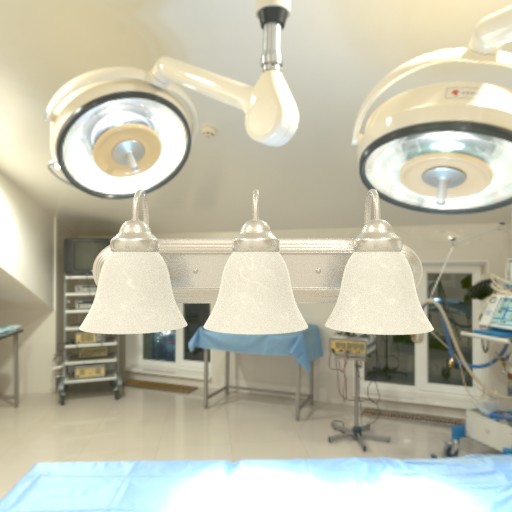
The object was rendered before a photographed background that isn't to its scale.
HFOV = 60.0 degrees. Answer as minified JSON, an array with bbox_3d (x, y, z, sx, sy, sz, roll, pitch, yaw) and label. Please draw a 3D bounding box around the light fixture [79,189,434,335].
[{"bbox_3d":[0.000,0.000,0.721,0.610,0.222,0.199,0,-1,1],"label":"light fixture"}]
